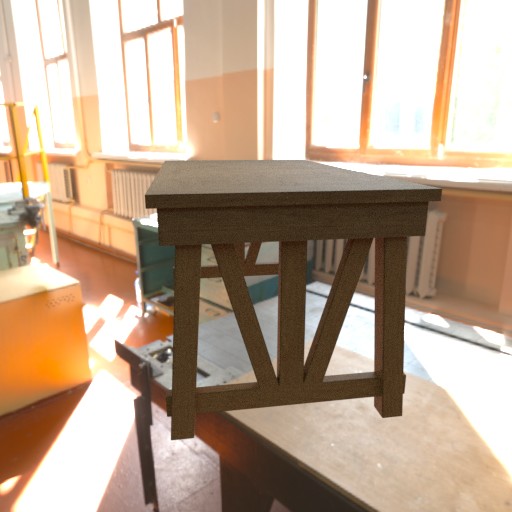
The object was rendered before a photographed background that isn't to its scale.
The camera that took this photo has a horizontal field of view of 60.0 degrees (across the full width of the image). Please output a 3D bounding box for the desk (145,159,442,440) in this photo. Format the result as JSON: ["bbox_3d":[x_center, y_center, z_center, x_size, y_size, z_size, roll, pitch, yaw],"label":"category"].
[{"bbox_3d":[0.000,0.000,1.992,0.813,0.762,1.499,-2,16,-9],"label":"desk"}]
